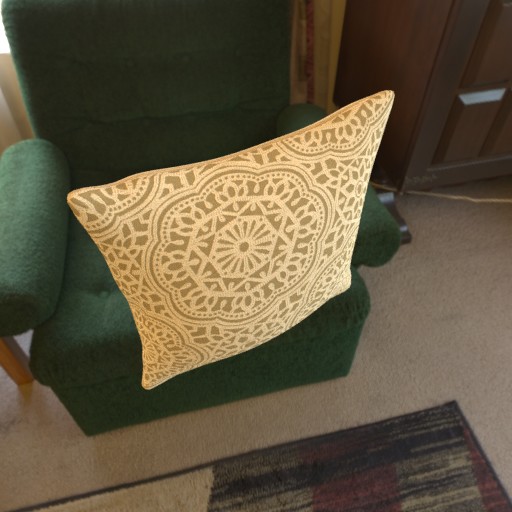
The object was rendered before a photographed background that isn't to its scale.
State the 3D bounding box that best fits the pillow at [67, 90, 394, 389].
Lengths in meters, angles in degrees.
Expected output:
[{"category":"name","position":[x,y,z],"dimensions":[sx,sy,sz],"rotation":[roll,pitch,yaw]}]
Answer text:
[{"category":"pillow","position":[0.000,0.000,0.664],"dimensions":[0.438,0.421,0.167],"rotation":[-24,52,-21]}]
